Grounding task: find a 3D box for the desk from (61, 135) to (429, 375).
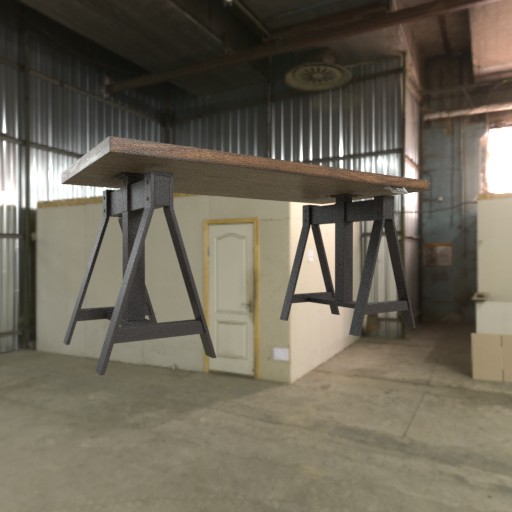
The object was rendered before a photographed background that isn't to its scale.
[{"bbox_3d":[0.000,0.000,2.035,1.543,0.725,0.784,0,1,-34],"label":"desk"}]
